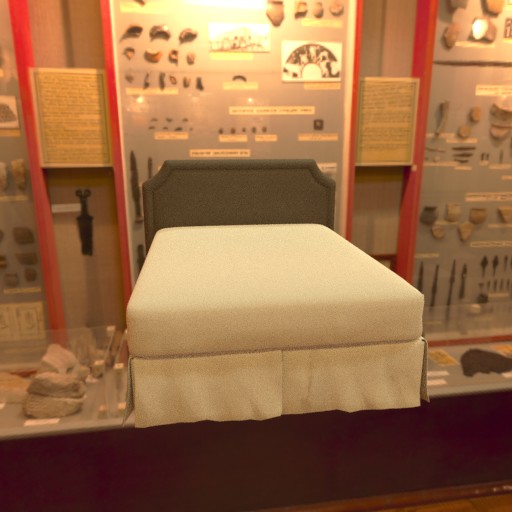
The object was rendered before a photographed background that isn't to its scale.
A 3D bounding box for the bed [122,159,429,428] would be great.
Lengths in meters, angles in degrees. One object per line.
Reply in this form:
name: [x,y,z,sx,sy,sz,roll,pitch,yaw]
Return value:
bed: [0.000,0.000,3.268,1.831,1.297,2.181,-2,15,-7]
